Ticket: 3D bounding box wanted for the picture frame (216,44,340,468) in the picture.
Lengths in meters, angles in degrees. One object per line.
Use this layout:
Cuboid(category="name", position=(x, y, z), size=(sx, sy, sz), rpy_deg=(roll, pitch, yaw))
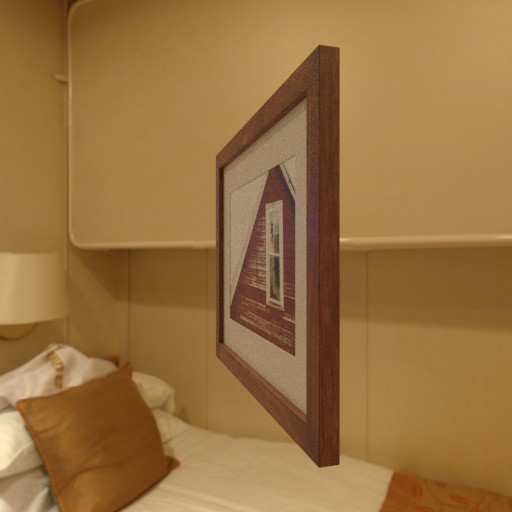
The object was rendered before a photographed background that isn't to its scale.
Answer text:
Cuboid(category="picture frame", position=(0.000, 0.000, 0.750), size=(0.025, 0.457, 0.559), rpy_deg=(0, 0, -17))
